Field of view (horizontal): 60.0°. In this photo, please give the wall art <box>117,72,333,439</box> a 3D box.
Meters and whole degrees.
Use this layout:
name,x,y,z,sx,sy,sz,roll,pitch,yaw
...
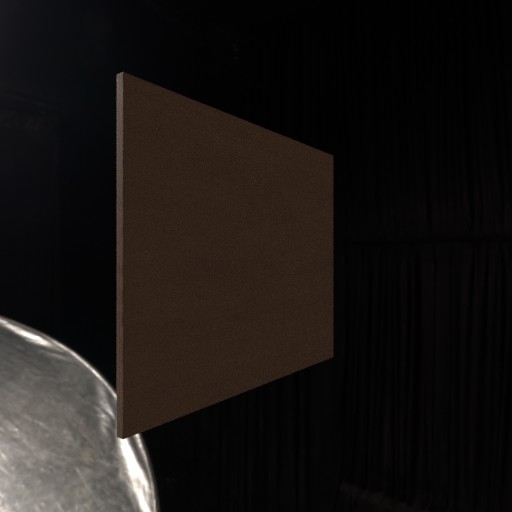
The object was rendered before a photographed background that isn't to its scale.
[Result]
name,x,y,z,sx,sy,sz,roll,pitch,yaw
wall art,0.000,0.000,0.699,0.012,0.408,0.508,0,0,37
